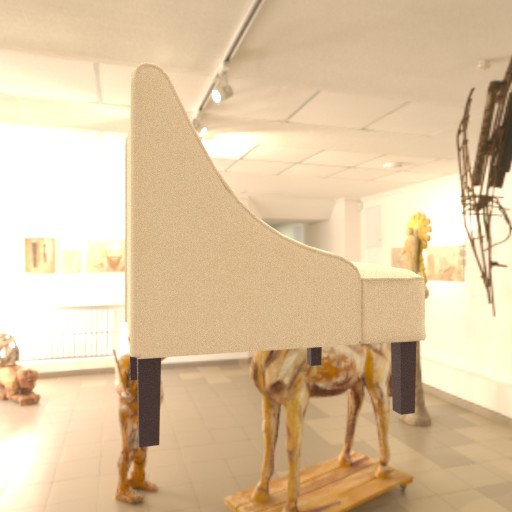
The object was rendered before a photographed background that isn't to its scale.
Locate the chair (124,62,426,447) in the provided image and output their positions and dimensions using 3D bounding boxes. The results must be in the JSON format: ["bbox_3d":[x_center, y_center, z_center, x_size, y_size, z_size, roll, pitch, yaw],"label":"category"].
[{"bbox_3d":[0.000,0.000,1.439,0.806,0.886,0.689,0,0,-18],"label":"chair"}]
